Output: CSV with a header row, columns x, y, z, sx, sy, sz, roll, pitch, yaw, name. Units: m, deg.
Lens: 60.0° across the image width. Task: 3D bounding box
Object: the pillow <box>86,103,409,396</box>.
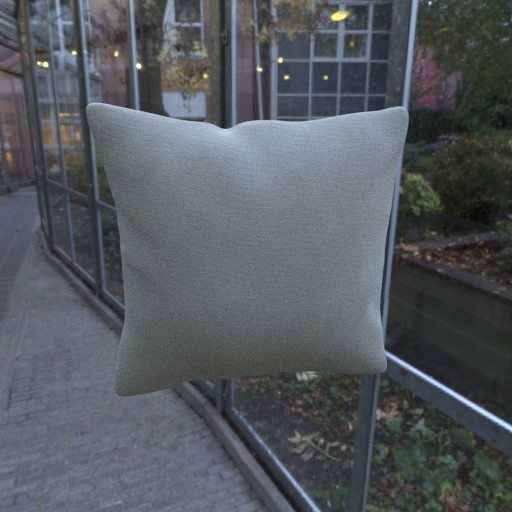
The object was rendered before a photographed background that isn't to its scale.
x,y,z,sx,sy,sz,roll,pitch,yaw,name
0.000,0.000,0.647,0.437,0.420,0.162,-2,16,-9,pillow
